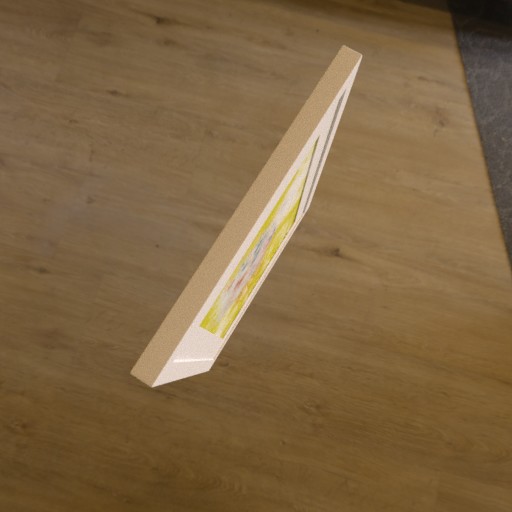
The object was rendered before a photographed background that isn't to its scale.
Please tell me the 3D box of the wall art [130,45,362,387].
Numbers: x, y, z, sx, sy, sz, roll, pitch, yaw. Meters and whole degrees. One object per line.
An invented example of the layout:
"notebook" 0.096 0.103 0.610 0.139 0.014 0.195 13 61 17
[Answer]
"wall art" 0.000 0.000 0.765 0.028 0.556 0.454 31 79 7
